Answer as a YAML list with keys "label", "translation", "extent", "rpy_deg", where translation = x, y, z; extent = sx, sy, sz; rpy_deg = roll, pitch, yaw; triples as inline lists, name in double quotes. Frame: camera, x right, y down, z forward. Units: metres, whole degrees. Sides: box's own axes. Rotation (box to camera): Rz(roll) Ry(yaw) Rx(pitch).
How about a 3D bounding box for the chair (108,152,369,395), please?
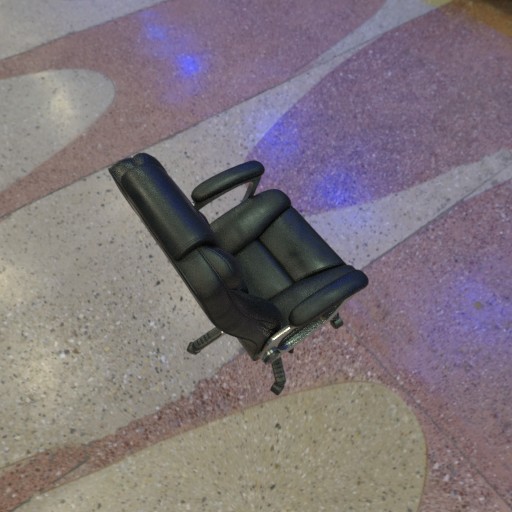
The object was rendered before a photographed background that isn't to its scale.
- label: "chair"
  translation: [0.000, 0.000, 1.563]
  extent: [0.689, 1.075, 0.697]
  rpy_deg: [-31, 64, -17]
